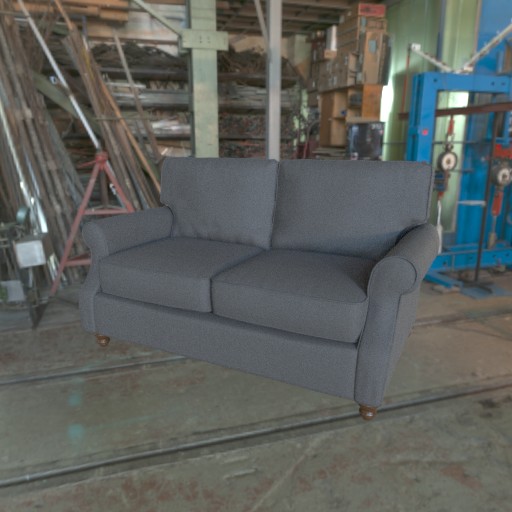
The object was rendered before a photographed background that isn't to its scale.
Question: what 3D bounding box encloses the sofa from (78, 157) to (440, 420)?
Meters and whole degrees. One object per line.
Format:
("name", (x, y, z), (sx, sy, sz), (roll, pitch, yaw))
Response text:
("sofa", (0.000, 0.000, 2.219), (1.665, 0.937, 0.964), (7, 16, 26))
